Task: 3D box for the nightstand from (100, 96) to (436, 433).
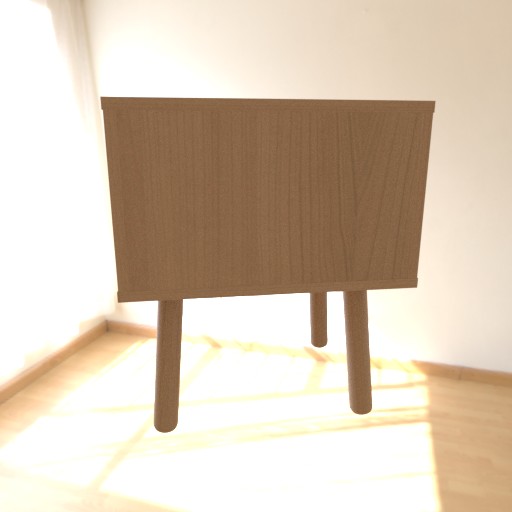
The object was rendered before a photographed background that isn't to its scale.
[{"bbox_3d":[0.000,0.000,0.836,0.450,0.530,0.380,-2,15,-8],"label":"nightstand"}]
